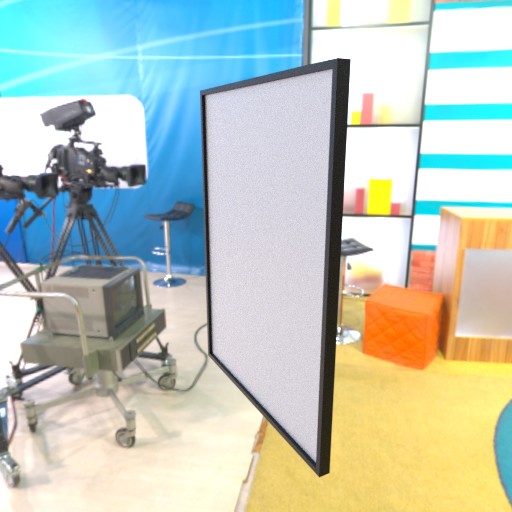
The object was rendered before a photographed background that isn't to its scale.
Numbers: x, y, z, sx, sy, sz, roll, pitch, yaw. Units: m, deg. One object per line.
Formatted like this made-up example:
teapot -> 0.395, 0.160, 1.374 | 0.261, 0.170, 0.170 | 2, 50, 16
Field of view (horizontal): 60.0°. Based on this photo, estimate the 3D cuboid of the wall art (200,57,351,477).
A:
wall art -> 0.000, 0.000, 1.431 | 0.036, 1.070, 0.802 | -8, 17, -27
